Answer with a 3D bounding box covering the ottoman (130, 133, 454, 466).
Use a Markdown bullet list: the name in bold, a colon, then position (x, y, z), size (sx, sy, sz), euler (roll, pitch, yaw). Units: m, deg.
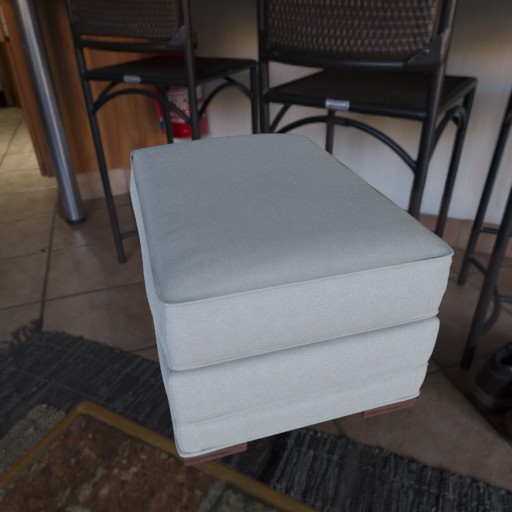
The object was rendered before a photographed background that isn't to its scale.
- **ottoman**: position (0.000, 0.000, 1.221), size (0.611, 0.482, 0.848), euler (-9, 33, -14)
